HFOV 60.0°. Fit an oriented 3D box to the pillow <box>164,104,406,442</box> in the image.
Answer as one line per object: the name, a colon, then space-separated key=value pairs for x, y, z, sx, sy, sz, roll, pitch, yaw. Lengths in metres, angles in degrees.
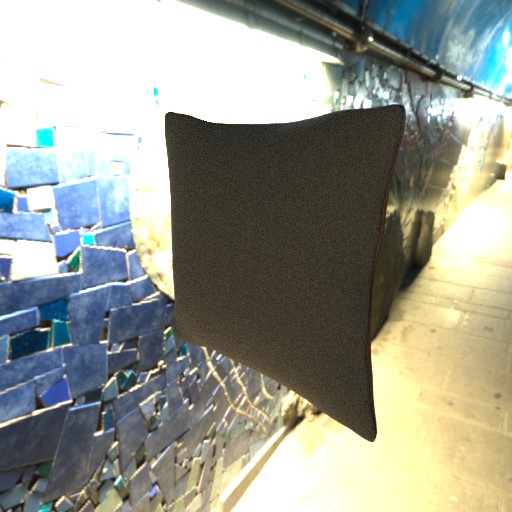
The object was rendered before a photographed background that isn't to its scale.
pillow: x=0.000 y=0.000 z=0.660 sx=0.437 sy=0.419 sz=0.136 roll=16 pitch=23 yaw=42
